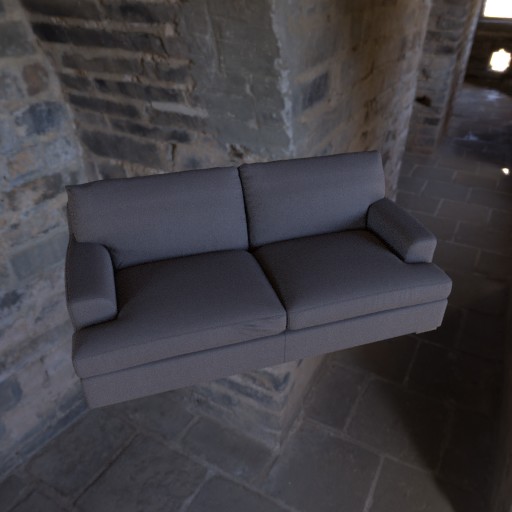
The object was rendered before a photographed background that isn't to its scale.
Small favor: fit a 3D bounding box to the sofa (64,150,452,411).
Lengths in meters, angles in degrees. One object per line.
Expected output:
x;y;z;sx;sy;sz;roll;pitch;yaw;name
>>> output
0.000;0.000;2.831;2.271;0.950;1.140;-10;33;-15;sofa
